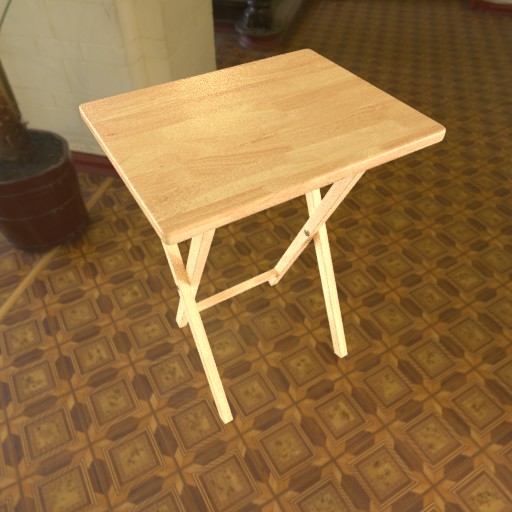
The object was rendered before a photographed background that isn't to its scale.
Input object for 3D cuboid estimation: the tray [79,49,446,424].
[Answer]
[{"bbox_3d":[0.000,0.000,0.963,0.483,0.660,0.381,-23,50,-21],"label":"tray"}]
